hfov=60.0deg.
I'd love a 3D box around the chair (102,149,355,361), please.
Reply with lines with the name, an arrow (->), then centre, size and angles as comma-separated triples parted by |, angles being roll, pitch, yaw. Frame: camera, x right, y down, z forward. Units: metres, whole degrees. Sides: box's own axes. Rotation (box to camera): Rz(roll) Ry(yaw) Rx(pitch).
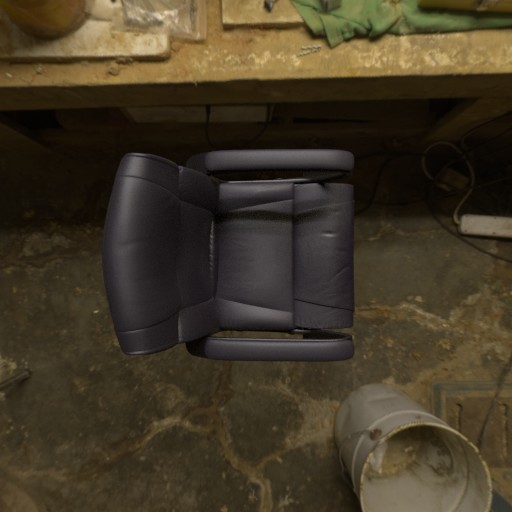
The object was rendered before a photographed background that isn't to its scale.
chair -> 0.000, 0.000, 1.413 | 0.641, 0.998, 0.576 | 0, 89, 1
